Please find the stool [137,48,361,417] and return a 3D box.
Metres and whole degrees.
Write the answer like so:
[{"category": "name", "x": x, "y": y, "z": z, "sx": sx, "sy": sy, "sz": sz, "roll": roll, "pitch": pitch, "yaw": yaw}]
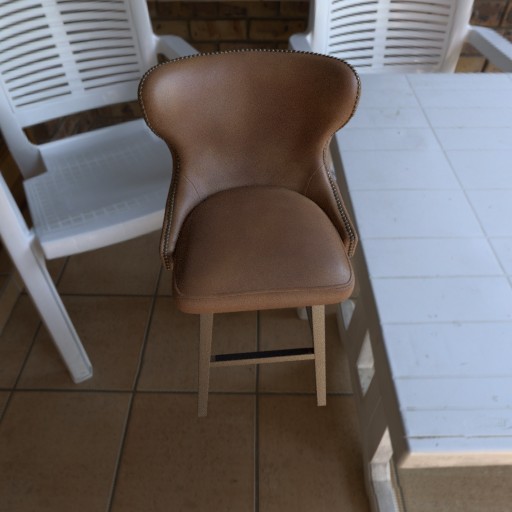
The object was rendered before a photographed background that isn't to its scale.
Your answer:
[{"category": "stool", "x": 0.000, "y": 0.000, "z": 1.428, "sx": 0.591, "sy": 1.087, "sz": 0.606, "roll": -4, "pitch": 47, "yaw": -4}]
